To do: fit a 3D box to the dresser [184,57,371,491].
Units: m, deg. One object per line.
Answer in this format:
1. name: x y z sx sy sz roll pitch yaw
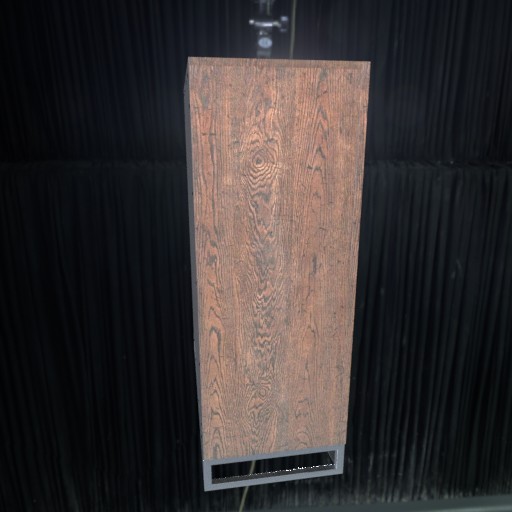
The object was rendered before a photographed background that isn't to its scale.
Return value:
1. dresser: 0.000 0.000 1.777 0.508 1.321 0.965 -3 16 -9
